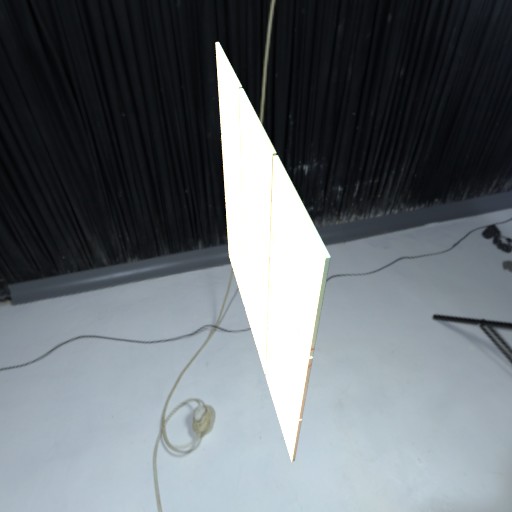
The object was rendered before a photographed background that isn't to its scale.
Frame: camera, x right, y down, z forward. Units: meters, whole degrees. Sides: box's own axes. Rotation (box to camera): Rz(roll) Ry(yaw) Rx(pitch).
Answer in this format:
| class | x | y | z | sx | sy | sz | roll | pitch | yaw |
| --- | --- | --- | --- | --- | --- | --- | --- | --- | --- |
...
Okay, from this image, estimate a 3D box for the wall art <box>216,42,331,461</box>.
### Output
| class | x | y | z | sx | sy | sz | roll | pitch | yaw |
| --- | --- | --- | --- | --- | --- | --- | --- | --- | --- |
| wall art | 0.000 | 0.000 | 1.789 | 0.013 | 1.219 | 1.214 | -11 | 47 | -10 |
